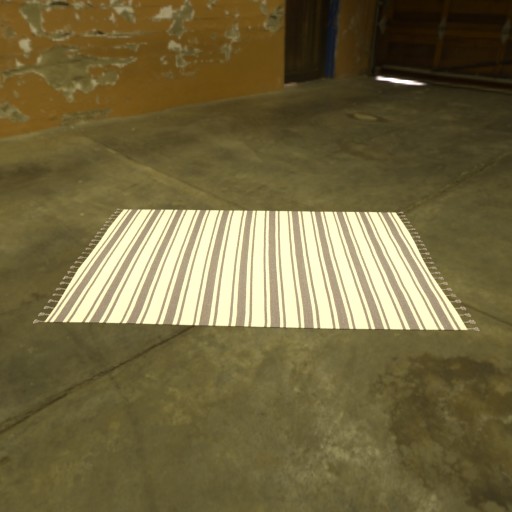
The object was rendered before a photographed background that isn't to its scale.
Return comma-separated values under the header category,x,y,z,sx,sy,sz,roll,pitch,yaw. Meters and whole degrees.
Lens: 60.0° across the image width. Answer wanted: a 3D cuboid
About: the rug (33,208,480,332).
category,x,y,z,sx,sy,sz,roll,pitch,yaw
rug,0.000,0.000,3.047,2.425,0.014,1.563,1,29,1
